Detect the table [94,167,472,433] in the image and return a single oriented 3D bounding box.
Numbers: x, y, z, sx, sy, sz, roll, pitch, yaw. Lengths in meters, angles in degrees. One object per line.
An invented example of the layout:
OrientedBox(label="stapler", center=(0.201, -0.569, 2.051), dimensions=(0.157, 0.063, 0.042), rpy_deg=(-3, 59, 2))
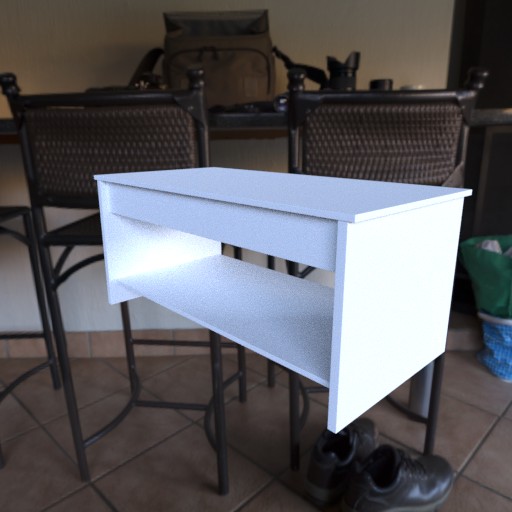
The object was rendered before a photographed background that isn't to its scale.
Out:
OrientedBox(label="table", center=(0.000, 0.000, 1.318), dimensions=(0.500, 0.441, 1.000), rpy_deg=(-15, 21, -42))
